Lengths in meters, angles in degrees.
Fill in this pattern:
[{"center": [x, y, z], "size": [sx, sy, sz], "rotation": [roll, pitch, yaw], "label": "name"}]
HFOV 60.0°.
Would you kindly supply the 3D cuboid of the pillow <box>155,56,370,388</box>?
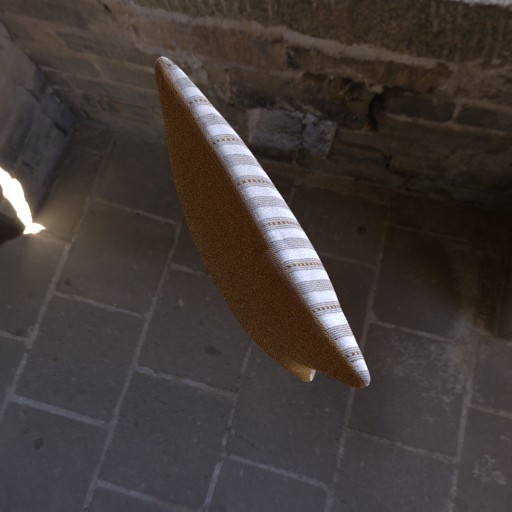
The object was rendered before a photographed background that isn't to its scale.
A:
[{"center": [0.000, 0.000, 0.675], "size": [0.147, 0.437, 0.432], "rotation": [-31, 76, -8], "label": "pillow"}]
